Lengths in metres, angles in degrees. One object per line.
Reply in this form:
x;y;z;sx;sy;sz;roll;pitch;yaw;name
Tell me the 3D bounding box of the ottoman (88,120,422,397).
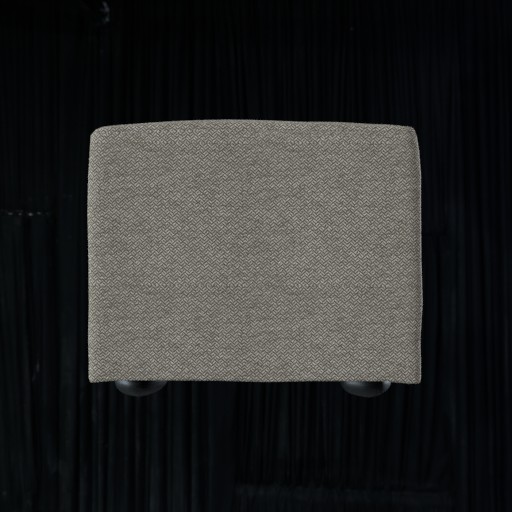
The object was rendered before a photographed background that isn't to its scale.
0.000;0.000;0.915;0.512;0.453;0.519;0;1;1;ottoman
